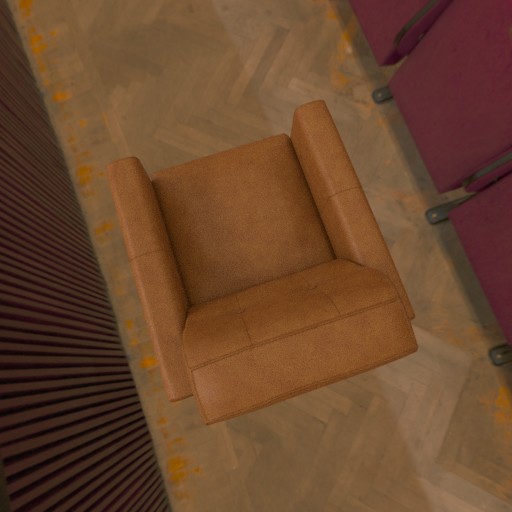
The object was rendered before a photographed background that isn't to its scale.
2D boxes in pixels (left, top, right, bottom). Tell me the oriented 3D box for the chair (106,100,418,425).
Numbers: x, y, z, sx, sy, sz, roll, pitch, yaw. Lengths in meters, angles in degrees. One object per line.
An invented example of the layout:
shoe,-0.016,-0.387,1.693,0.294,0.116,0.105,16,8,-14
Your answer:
chair,0.000,0.000,1.625,0.845,0.968,0.942,-18,77,-4
